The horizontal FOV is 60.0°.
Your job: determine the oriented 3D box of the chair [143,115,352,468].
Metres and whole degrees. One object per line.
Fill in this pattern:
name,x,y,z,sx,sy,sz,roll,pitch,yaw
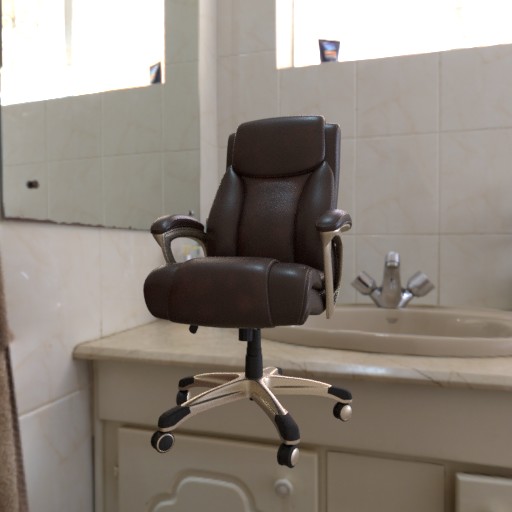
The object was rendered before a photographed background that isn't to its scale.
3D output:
chair,0.000,0.000,1.617,0.692,1.194,0.749,0,0,18
